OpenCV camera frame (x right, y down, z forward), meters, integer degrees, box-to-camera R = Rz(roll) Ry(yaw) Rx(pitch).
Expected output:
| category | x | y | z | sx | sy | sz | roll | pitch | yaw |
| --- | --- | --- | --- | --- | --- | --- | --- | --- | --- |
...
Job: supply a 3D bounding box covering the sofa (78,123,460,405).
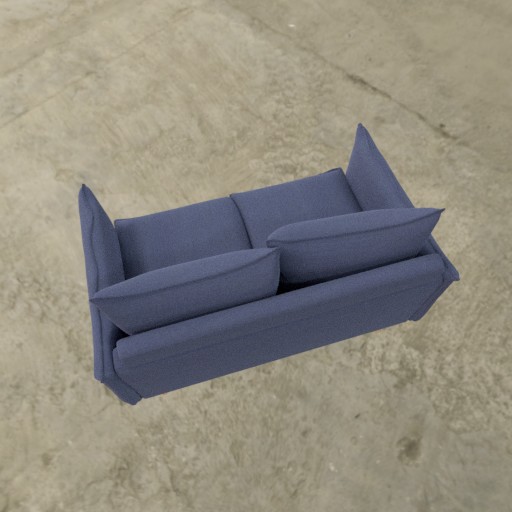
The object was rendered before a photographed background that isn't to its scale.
| category | x | y | z | sx | sy | sz | roll | pitch | yaw |
| --- | --- | --- | --- | --- | --- | --- | --- | --- | --- |
| sofa | 0.000 | 0.000 | 1.830 | 1.300 | 0.840 | 0.820 | -14 | 60 | -9 |
